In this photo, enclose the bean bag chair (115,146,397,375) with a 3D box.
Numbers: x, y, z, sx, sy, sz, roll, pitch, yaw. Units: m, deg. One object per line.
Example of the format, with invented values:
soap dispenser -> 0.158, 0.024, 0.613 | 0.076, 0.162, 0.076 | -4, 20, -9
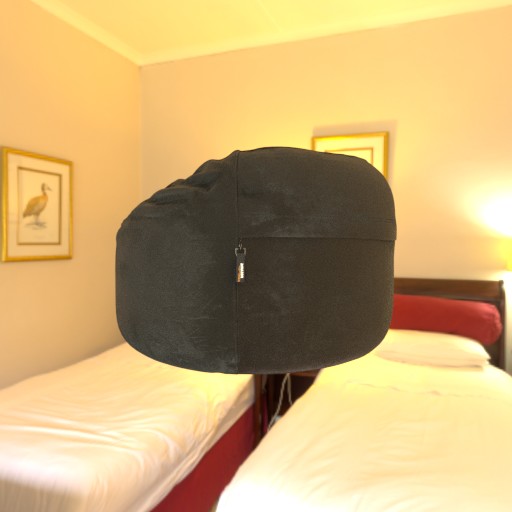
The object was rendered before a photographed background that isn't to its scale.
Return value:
bean bag chair -> 0.000, 0.000, 1.506 | 0.918, 0.605, 0.918 | 0, 2, 0
